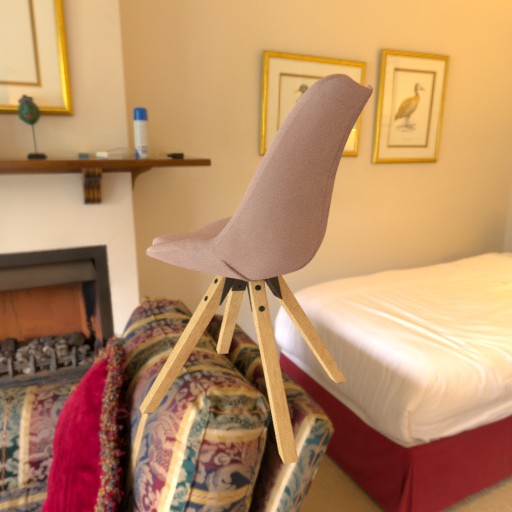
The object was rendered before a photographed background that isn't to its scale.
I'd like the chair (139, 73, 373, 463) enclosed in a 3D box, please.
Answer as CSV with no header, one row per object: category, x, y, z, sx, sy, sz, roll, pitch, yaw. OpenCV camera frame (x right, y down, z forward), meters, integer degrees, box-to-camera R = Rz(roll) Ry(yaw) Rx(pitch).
chair,0.000,0.000,1.181,0.550,0.850,0.485,7,16,26
